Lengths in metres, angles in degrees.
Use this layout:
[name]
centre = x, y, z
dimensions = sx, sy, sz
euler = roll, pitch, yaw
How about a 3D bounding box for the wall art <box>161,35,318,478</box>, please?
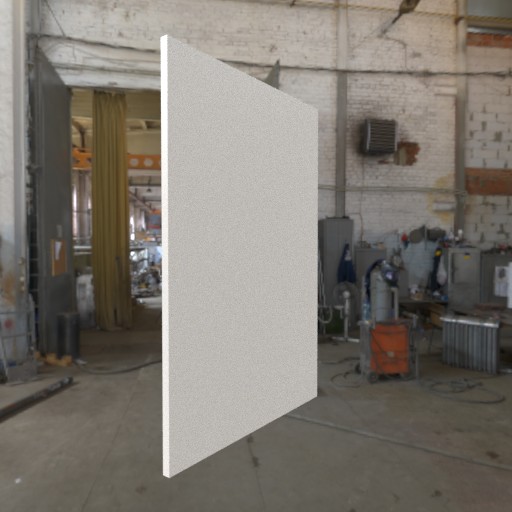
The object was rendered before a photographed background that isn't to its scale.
[wall art]
centre = 0.000, 0.000, 0.606
dimensions = 0.010, 0.474, 0.325
euler = 1, 2, 37
